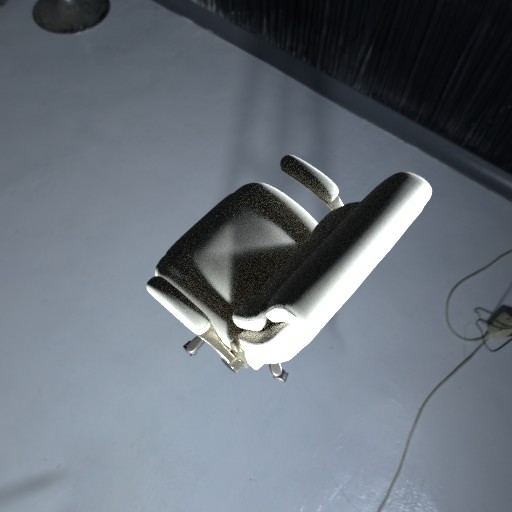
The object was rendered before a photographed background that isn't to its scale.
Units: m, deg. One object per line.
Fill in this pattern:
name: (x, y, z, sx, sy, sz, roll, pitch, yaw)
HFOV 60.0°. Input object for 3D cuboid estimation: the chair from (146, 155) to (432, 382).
chair: (0.000, 0.000, 1.593, 0.794, 1.110, 0.740, 35, 68, 16)
